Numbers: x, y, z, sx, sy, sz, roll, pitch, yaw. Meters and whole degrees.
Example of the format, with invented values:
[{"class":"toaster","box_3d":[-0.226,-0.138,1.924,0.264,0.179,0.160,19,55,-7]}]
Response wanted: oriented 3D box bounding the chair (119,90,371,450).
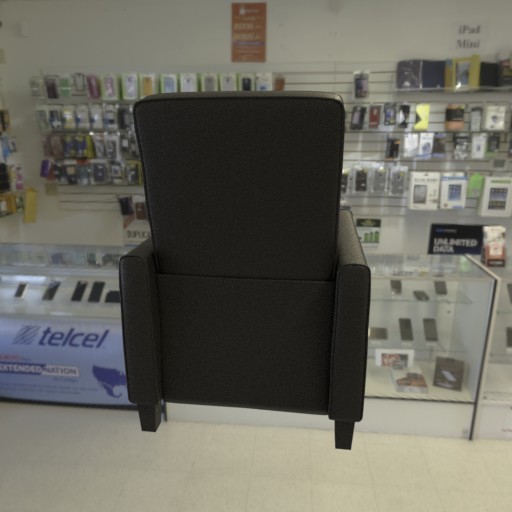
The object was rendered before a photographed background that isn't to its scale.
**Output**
[{"class":"chair","box_3d":[0.000,0.000,1.519,0.705,1.013,0.746,2,16,7]}]
